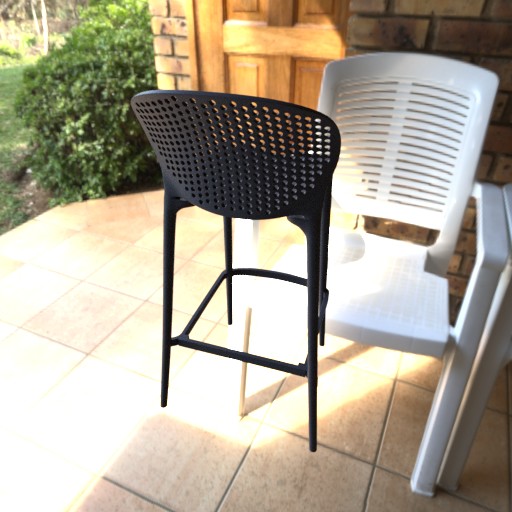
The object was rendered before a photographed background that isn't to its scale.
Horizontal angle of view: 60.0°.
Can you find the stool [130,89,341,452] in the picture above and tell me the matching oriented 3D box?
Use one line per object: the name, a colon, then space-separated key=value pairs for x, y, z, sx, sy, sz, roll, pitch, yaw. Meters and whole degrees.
stool: x=0.000 y=0.000 z=1.316 sx=0.536 sy=1.045 sz=0.535 roll=10 pitch=34 yaw=15
